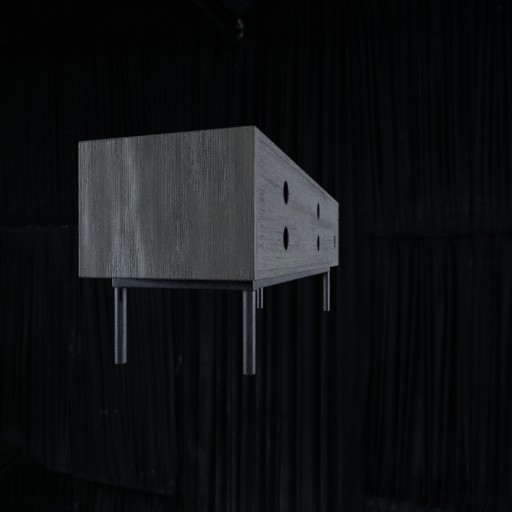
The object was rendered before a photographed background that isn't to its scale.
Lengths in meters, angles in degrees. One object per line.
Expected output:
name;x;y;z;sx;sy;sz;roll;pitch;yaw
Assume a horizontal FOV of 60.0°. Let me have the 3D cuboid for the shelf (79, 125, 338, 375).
shelf;0.000;0.000;1.512;0.400;0.495;1.300;0;0;17
